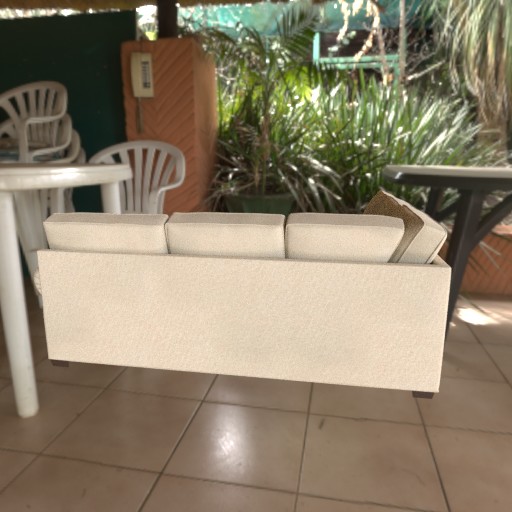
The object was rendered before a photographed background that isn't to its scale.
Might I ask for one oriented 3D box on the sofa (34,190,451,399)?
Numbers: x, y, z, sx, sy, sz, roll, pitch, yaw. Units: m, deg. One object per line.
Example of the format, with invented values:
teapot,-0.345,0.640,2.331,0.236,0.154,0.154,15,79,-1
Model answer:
sofa,0.000,0.000,3.829,2.569,1.054,2.487,2,13,9
